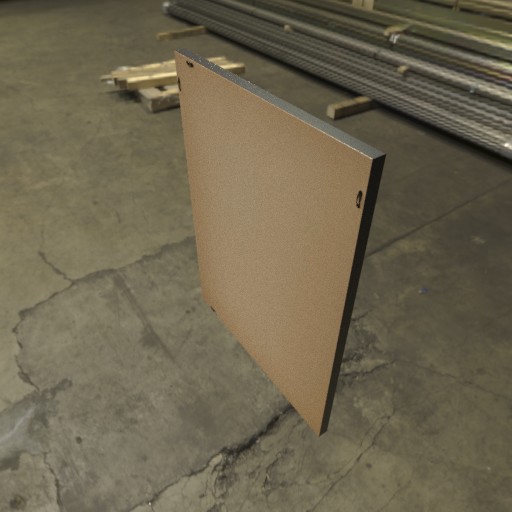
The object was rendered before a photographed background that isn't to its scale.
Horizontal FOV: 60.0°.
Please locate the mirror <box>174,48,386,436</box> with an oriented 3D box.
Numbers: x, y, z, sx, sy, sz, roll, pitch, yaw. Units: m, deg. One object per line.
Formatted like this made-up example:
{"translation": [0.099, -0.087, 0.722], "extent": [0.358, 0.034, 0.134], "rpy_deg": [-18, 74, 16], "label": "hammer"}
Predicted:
{"translation": [0.000, 0.000, 1.360], "extent": [0.040, 1.016, 0.762], "rpy_deg": [-25, 47, -26], "label": "mirror"}
